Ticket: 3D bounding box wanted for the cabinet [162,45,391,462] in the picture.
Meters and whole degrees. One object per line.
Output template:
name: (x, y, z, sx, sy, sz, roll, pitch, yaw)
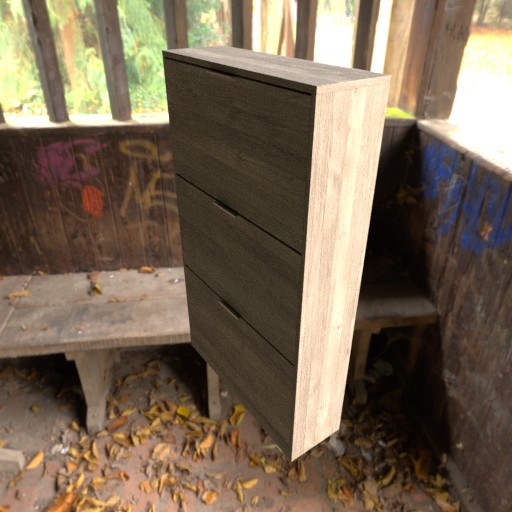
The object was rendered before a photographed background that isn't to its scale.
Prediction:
cabinet: (0.000, 0.000, 1.575, 0.250, 1.280, 0.750, -20, 37, -30)
